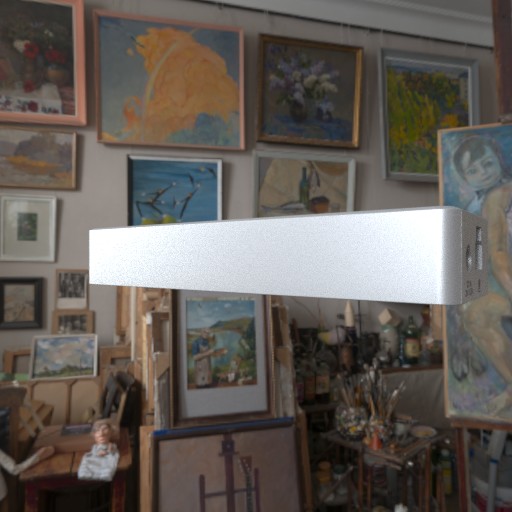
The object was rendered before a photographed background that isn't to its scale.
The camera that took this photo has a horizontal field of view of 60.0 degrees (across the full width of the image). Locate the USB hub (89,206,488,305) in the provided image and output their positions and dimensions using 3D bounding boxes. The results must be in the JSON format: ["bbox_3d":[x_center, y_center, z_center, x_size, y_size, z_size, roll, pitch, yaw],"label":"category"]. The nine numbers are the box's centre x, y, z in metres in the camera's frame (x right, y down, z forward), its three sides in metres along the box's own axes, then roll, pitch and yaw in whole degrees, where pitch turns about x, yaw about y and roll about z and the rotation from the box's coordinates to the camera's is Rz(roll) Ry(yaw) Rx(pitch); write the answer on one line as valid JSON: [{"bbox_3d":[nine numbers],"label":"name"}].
[{"bbox_3d":[0.000,0.000,0.160,0.145,0.023,0.044,0,0,36],"label":"USB hub"}]
